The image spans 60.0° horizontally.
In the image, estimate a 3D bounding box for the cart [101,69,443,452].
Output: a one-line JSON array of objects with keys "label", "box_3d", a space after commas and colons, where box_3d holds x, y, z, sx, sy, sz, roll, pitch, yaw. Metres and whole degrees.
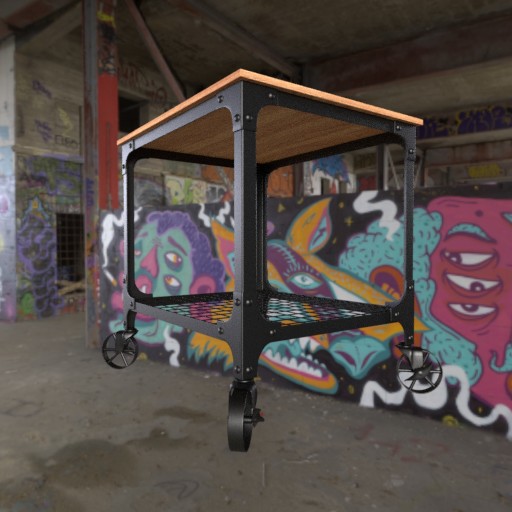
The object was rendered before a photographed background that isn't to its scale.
[{"label": "cart", "box_3d": [0.000, 0.000, 1.079, 0.558, 0.603, 0.666, -1, 2, -36]}]
